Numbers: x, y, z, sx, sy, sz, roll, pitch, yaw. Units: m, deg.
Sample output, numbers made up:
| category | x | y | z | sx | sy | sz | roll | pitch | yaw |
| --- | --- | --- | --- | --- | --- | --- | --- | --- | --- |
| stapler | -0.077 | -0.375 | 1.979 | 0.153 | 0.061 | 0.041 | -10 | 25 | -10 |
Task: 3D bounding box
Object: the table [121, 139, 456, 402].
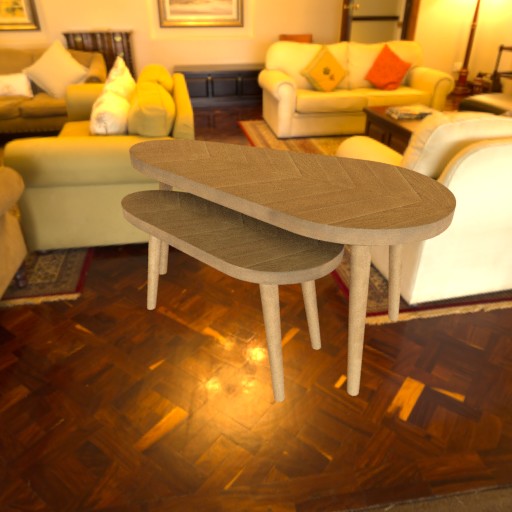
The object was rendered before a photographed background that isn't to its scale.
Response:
| category | x | y | z | sx | sy | sz | roll | pitch | yaw |
| --- | --- | --- | --- | --- | --- | --- | --- | --- | --- |
| table | 0.000 | 0.000 | 1.580 | 1.190 | 0.595 | 0.701 | 17 | 35 | 27 |
